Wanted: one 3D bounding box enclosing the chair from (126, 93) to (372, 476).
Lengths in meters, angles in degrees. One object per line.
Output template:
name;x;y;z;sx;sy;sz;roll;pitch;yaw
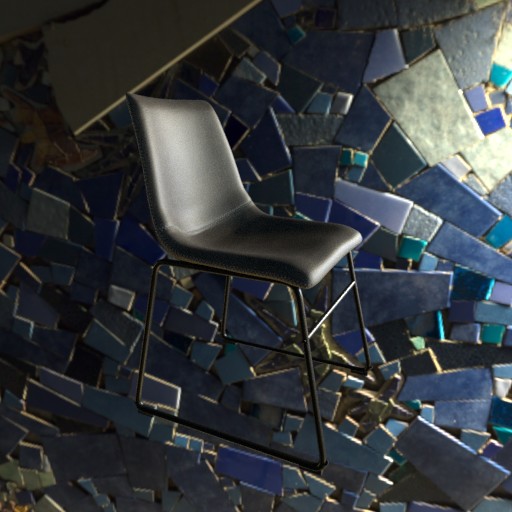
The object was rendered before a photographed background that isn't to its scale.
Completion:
chair;0.000;0.000;1.130;0.550;0.780;0.460;8;18;25
